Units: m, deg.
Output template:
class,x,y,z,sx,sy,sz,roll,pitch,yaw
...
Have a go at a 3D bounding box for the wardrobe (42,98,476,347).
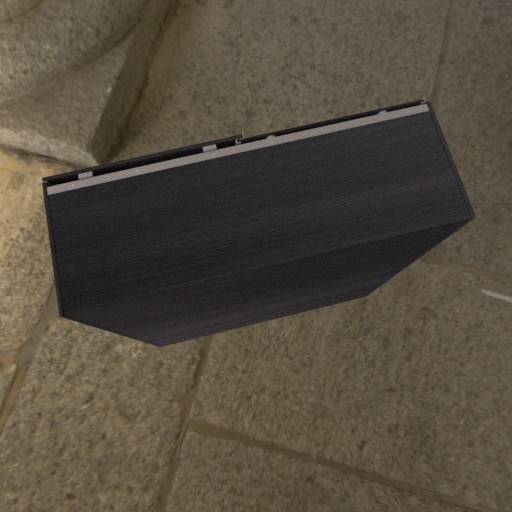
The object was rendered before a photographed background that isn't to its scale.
class,x,y,z,sx,sy,sz,roll,pitch,yaw
wardrobe,0.000,0.000,2.853,1.780,1.960,0.629,-13,75,-4
